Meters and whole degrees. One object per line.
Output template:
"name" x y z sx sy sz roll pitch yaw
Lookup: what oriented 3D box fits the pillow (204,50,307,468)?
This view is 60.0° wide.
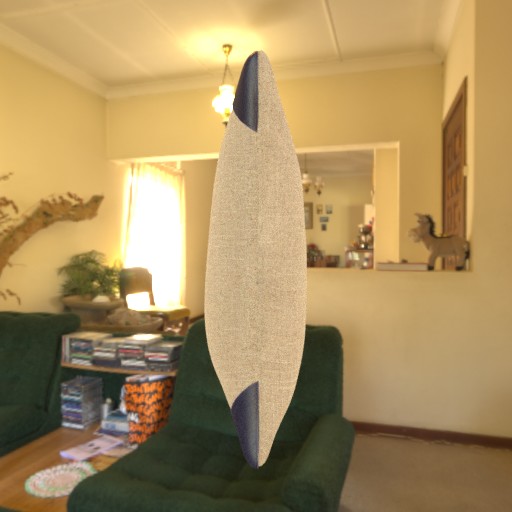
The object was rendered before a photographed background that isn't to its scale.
"pillow" 0.000 0.000 0.677 0.147 0.441 0.440 0 1 0
